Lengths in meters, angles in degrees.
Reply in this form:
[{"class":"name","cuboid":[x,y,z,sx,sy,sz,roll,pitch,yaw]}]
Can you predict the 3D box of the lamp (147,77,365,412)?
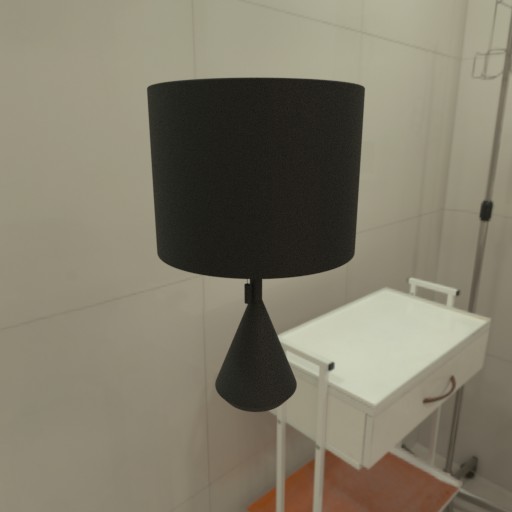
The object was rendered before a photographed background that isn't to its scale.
[{"class":"lamp","cuboid":[0.000,0.000,0.828,0.359,0.584,0.359,-15,22,-42]}]
